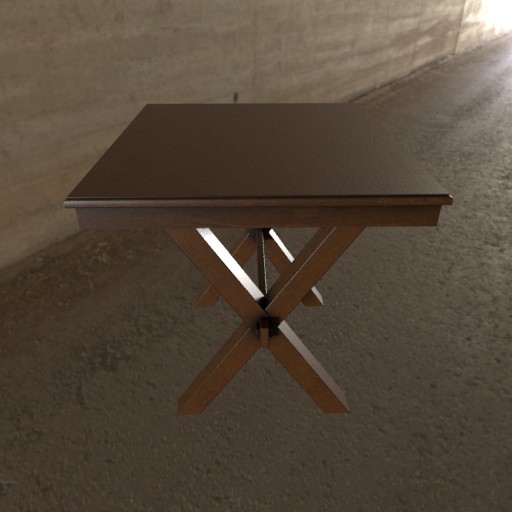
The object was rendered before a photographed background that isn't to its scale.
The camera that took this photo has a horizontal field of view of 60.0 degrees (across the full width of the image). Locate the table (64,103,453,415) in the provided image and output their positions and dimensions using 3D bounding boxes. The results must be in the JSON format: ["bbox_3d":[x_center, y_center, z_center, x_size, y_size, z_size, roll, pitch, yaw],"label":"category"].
[{"bbox_3d":[0.000,0.000,1.036,0.560,0.562,0.602,-1,31,-1],"label":"table"}]
